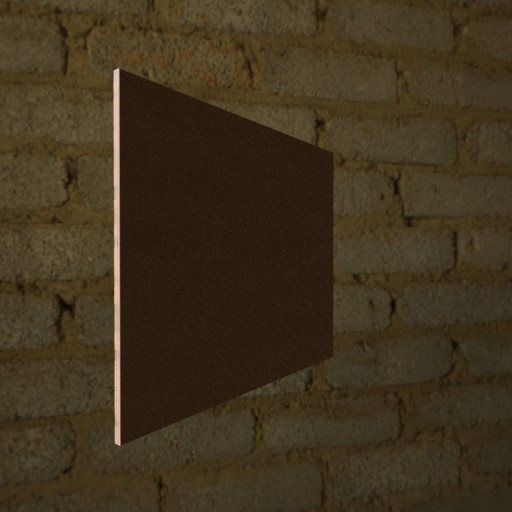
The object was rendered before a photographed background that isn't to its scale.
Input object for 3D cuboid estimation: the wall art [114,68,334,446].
[{"bbox_3d":[0.000,0.000,0.686,0.010,0.408,0.508,0,1,37],"label":"wall art"}]
